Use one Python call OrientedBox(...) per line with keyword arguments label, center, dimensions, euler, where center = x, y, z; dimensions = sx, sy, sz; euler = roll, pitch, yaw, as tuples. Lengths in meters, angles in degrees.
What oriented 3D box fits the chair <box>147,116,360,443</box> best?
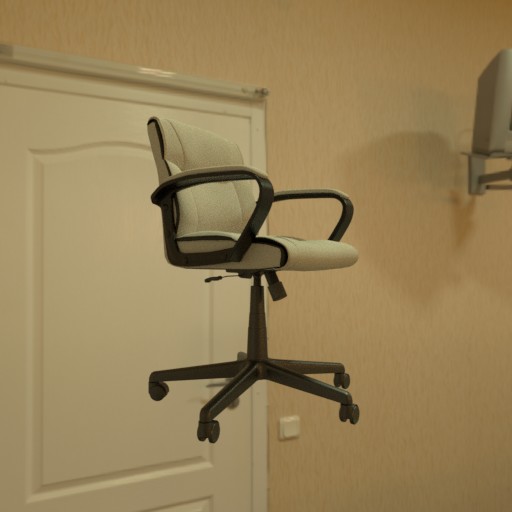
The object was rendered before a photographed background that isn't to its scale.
OrientedBox(label="chair", center=(0.000, 0.000, 1.516), dimensions=(0.717, 1.004, 0.739), euler=(0, 0, 37))
